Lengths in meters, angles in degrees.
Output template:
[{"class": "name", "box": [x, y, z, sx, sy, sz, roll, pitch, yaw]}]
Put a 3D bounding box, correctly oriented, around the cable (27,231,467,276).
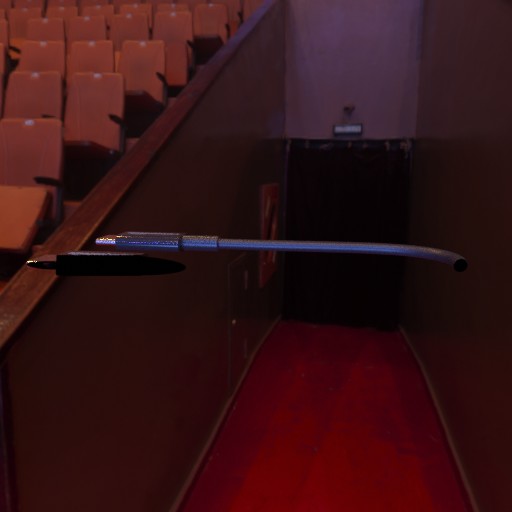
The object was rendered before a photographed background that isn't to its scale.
[{"class": "cable", "box": [0.000, 0.000, 0.110, 0.098, 0.005, 0.041, 2, 12, 10]}]
